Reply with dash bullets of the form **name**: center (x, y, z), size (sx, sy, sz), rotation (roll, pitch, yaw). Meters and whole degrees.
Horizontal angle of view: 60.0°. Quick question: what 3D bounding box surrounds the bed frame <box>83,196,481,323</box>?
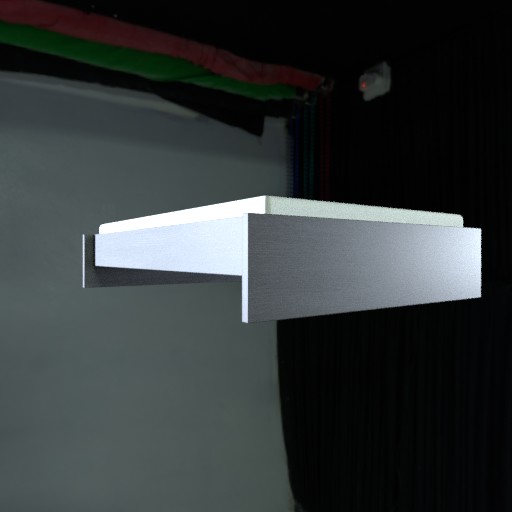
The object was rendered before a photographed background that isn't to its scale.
- **bed frame**: center (0.000, 0.000, 2.666), size (1.490, 0.432, 1.950), rotation (0, 0, -36)
